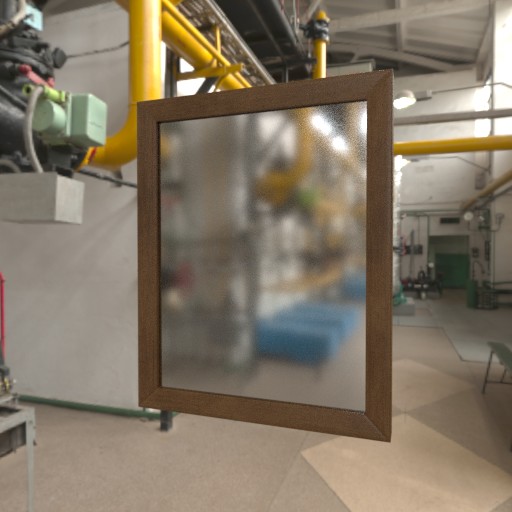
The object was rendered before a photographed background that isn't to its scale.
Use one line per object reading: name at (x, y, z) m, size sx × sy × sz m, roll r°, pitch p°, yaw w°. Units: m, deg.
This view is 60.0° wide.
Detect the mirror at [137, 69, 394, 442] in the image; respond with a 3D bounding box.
mirror at (0.000, 0.000, 0.688) m, size 0.405 × 0.508 × 0.041 m, roll 0°, pitch 1°, yaw 20°
